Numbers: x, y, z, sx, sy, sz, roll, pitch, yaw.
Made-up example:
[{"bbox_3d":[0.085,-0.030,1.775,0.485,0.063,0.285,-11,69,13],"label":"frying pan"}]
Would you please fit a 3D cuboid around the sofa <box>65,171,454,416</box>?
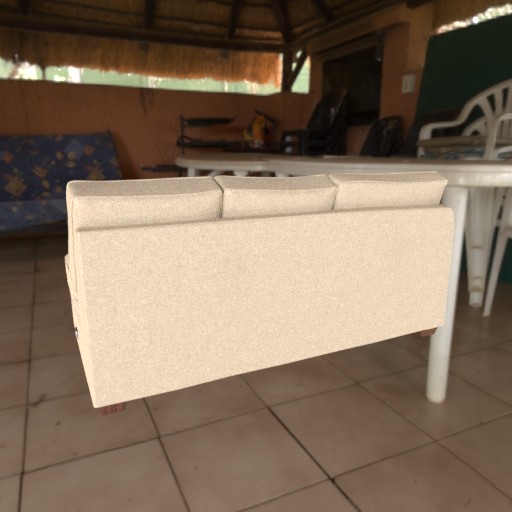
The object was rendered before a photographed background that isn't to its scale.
[{"bbox_3d":[0.000,0.000,2.500,1.962,0.946,1.034,-7,15,-25],"label":"sofa"}]
